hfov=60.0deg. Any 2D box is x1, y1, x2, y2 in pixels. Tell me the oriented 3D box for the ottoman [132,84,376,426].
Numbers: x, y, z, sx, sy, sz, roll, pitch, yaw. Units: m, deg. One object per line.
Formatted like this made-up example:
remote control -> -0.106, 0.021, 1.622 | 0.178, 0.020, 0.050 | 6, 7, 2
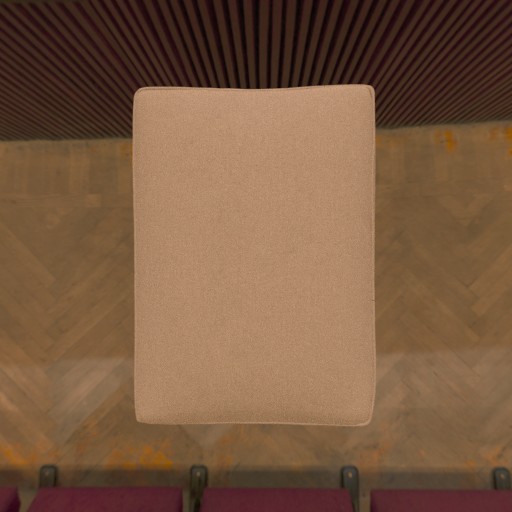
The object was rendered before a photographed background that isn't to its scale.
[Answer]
ottoman -> 0.000, 0.000, 1.006 | 0.501, 0.456, 0.665 | 0, 91, 1
